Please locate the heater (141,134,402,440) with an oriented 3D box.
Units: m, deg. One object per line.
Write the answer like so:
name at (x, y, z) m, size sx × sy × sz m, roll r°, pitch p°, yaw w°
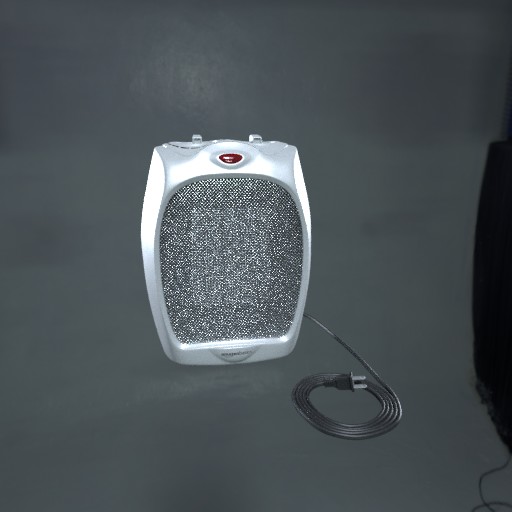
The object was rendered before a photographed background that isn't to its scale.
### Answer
heater at (0.000, 0.000, 0.458) m, size 0.239 × 0.240 × 0.291 m, roll -3°, pitch 17°, yaw -8°
